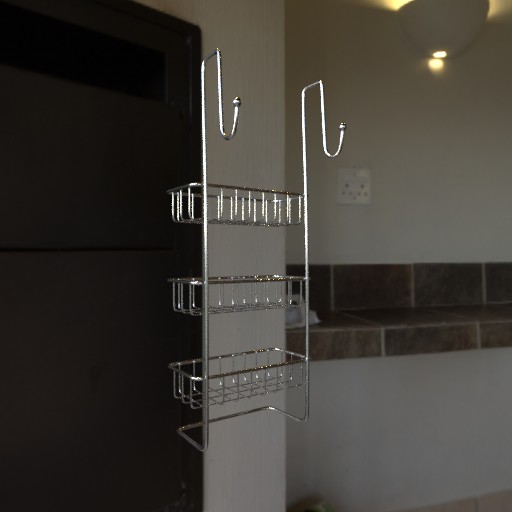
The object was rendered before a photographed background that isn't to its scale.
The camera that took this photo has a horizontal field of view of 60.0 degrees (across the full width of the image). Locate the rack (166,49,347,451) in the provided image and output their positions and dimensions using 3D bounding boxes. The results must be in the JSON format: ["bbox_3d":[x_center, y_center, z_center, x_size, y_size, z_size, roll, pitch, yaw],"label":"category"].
[{"bbox_3d":[0.000,0.000,0.705,0.228,0.574,0.202,0,0,-35],"label":"rack"}]
